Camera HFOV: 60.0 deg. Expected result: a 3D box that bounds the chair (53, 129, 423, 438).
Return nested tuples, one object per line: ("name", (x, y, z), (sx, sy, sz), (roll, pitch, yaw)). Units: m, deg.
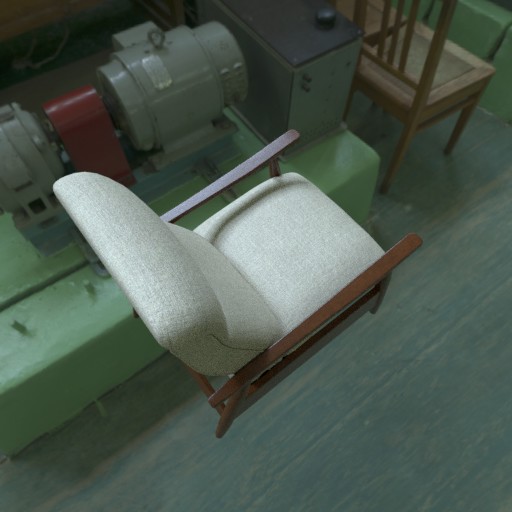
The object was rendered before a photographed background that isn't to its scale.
("chair", (0.000, 0.000, 1.729), (1.014, 1.082, 0.762), (-34, 65, -18))
